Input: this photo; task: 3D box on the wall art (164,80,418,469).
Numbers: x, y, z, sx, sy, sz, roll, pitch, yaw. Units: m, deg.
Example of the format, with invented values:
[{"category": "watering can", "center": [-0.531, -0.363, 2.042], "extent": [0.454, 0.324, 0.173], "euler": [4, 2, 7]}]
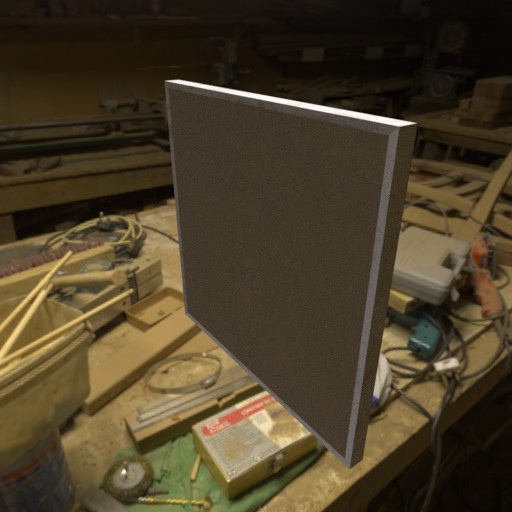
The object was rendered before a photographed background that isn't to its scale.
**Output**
[{"category": "wall art", "center": [0.000, 0.000, 0.739], "extent": [0.029, 0.506, 0.508], "euler": [-19, 33, -32]}]
